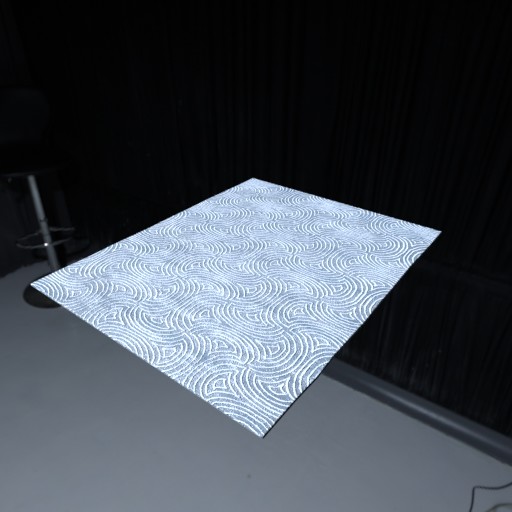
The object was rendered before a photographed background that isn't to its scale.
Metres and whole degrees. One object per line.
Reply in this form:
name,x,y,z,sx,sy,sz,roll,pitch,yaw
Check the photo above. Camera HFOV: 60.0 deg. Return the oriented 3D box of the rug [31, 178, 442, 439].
rug,0.000,0.000,4.119,2.456,0.021,3.042,22,37,31
